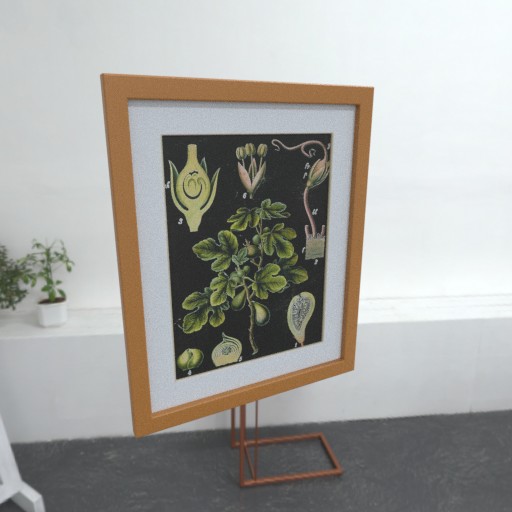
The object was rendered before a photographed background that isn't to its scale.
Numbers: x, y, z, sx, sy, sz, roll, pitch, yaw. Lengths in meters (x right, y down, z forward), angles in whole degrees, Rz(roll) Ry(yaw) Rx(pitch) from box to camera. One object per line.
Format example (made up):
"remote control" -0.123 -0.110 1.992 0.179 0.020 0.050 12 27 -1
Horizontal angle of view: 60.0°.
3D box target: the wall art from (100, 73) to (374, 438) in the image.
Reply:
"wall art" 0.000 0.000 0.752 0.452 0.553 0.022 -8 19 -26
